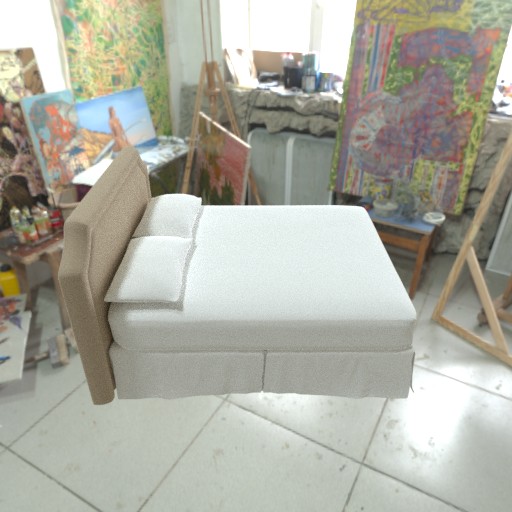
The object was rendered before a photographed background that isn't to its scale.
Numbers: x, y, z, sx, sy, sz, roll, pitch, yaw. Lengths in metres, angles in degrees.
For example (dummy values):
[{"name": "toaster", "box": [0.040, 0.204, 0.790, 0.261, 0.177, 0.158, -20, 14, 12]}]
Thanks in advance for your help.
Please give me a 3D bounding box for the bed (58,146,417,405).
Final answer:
[{"name": "bed", "box": [0.000, 0.000, 3.412, 2.204, 1.301, 1.828, 0, 32, 0]}]
